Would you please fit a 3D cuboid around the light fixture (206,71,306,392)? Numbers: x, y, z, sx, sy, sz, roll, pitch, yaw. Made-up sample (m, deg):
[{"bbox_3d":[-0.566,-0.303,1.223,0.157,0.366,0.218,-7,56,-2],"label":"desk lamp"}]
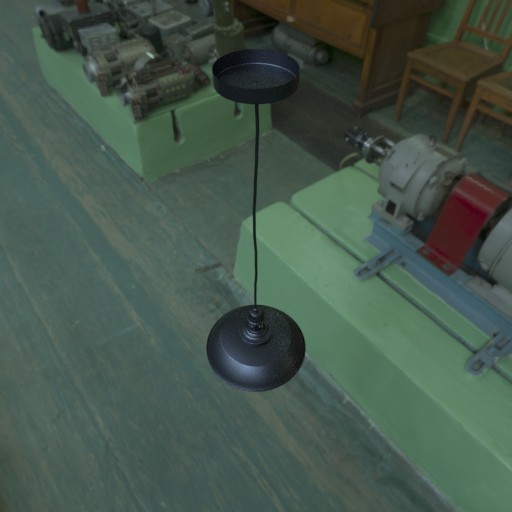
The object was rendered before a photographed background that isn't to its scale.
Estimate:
[{"bbox_3d":[0.000,0.000,1.155,0.331,0.993,0.331,-31,55,-25],"label":"light fixture"}]
